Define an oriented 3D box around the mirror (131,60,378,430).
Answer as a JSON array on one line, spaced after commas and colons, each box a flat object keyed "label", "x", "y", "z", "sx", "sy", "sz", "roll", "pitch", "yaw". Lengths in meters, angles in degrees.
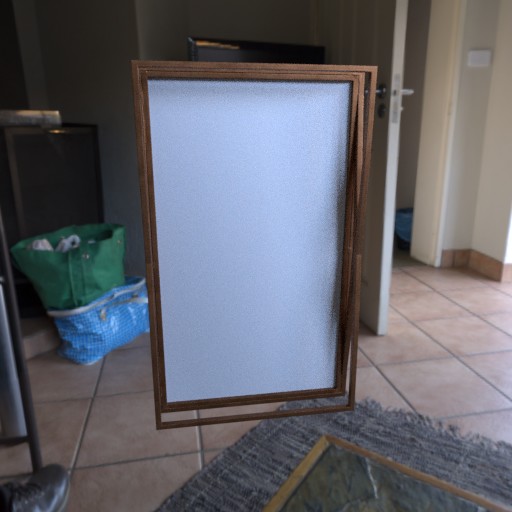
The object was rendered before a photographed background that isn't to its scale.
[{"label": "mirror", "x": 0.000, "y": 0.000, "z": 0.963, "sx": 0.468, "sy": 0.768, "sz": 0.082, "roll": -2, "pitch": 16, "yaw": -9}]
